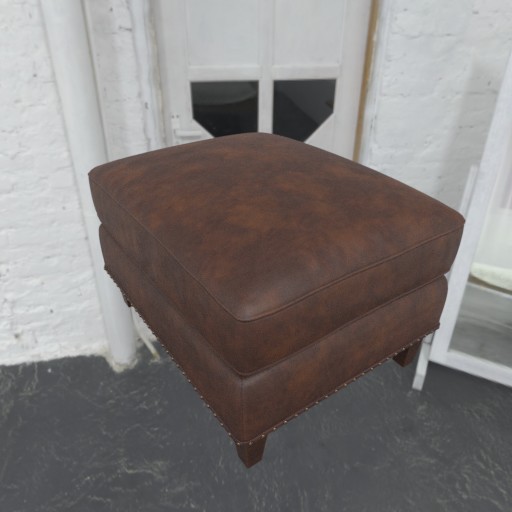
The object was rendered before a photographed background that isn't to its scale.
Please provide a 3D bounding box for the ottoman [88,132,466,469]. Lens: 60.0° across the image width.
[{"bbox_3d":[0.000,0.000,1.121,0.586,0.486,0.742,-20,37,-29],"label":"ottoman"}]
